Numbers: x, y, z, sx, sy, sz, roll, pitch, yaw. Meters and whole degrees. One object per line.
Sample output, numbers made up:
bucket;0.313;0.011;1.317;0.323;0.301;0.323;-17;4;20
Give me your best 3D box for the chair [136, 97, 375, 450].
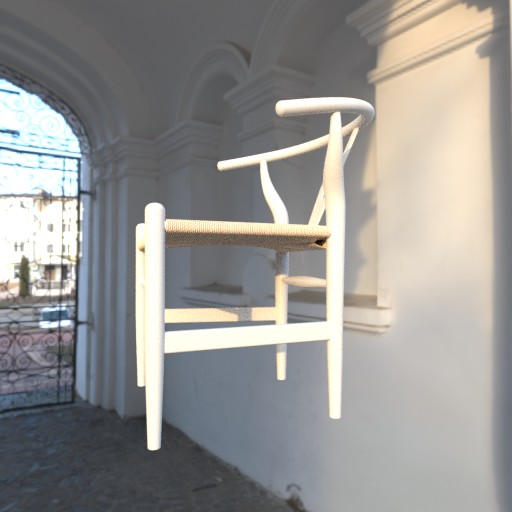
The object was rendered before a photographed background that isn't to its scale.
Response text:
chair;0.000;0.000;1.132;0.579;0.730;0.569;0;-1;-17
